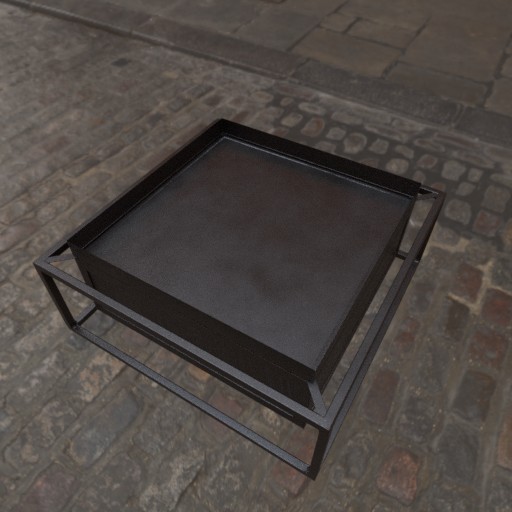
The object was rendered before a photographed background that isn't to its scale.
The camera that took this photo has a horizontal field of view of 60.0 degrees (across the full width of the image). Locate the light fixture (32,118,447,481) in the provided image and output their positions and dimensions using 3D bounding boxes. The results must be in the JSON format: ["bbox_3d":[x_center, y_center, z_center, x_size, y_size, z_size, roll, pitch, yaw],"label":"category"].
[{"bbox_3d":[0.000,0.000,0.699,0.441,0.191,0.441,24,51,21],"label":"light fixture"}]
